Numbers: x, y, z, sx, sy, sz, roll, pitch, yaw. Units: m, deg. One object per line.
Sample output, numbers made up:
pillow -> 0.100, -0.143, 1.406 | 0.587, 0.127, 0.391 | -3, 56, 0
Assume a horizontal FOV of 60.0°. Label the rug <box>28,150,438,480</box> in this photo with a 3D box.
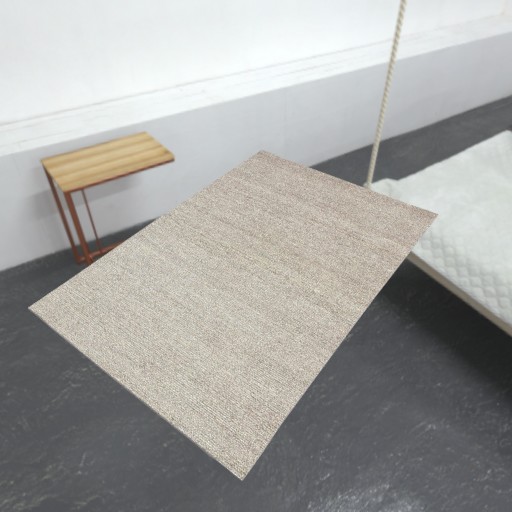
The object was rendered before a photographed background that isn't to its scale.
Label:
rug -> 0.000, 0.000, 2.930 | 1.609, 0.030, 2.342 | 27, 49, 26
